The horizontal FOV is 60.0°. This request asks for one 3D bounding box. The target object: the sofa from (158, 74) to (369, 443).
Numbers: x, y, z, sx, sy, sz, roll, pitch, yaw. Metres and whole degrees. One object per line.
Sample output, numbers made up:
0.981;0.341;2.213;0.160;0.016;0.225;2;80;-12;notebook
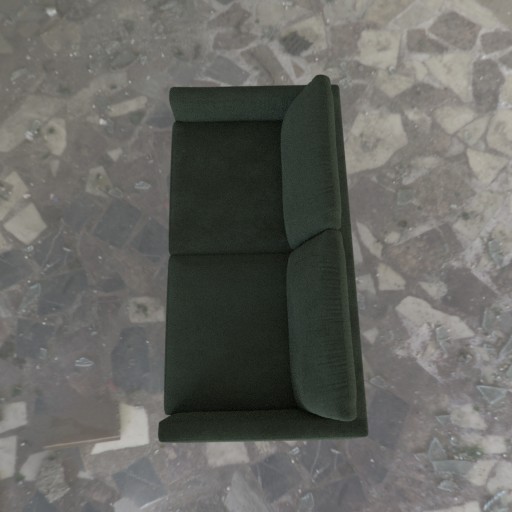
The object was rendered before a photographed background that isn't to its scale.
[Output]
0.000;0.000;2.192;0.875;0.817;1.676;-1;75;0;sofa
